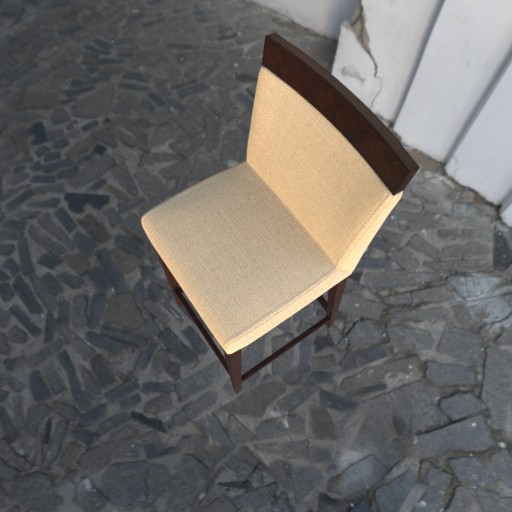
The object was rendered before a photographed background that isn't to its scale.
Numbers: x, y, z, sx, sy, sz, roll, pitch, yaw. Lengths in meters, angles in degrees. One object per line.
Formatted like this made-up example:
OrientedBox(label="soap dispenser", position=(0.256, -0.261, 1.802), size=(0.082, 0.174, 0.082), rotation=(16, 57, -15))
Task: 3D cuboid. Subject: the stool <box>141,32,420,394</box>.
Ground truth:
OrientedBox(label="stool", position=(0.000, 0.000, 1.438), size=(0.531, 1.117, 0.511), rotation=(-32, 68, -15))
